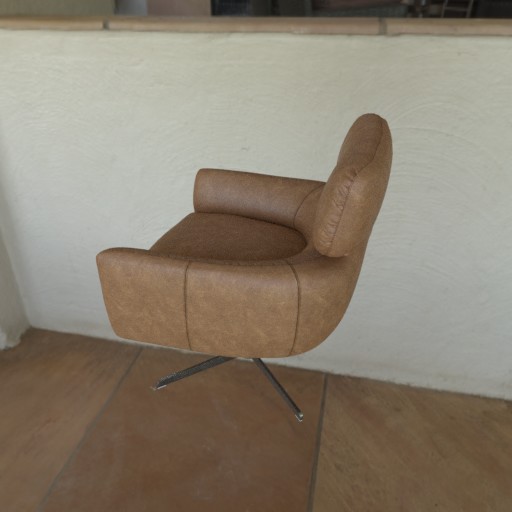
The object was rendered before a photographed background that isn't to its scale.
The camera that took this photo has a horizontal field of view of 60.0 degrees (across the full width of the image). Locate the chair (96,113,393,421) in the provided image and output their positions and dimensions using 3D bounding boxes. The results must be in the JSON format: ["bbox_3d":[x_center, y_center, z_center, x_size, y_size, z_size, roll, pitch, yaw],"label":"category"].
[{"bbox_3d":[0.000,0.000,1.371,0.715,0.812,0.706,8,31,14],"label":"chair"}]
